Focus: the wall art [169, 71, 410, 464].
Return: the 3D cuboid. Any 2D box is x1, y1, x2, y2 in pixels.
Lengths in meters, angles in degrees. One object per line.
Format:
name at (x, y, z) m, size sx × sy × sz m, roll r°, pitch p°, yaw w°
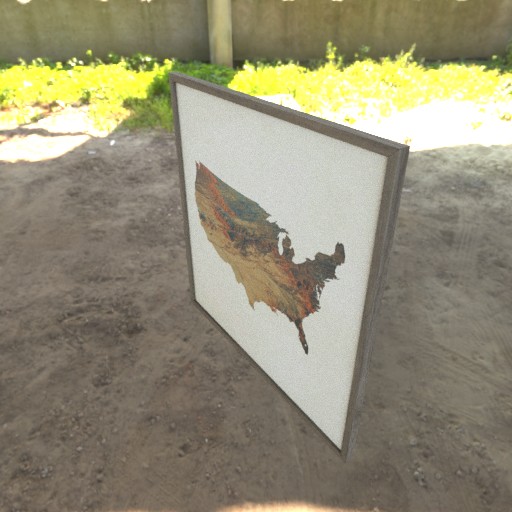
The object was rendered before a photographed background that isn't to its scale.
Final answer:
wall art at (0.000, 0.000, 0.741) m, size 0.016 × 0.507 × 0.508 m, roll -21°, pitch 37°, yaw -29°
